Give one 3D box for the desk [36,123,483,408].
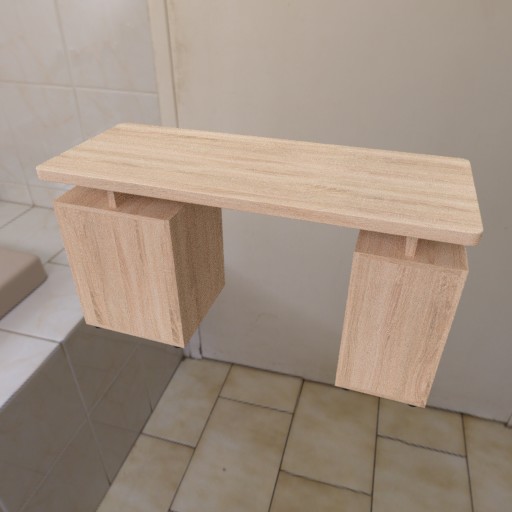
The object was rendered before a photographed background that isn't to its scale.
[{"bbox_3d":[0.000,0.000,1.731,1.400,0.760,0.550,10,35,15],"label":"desk"}]
